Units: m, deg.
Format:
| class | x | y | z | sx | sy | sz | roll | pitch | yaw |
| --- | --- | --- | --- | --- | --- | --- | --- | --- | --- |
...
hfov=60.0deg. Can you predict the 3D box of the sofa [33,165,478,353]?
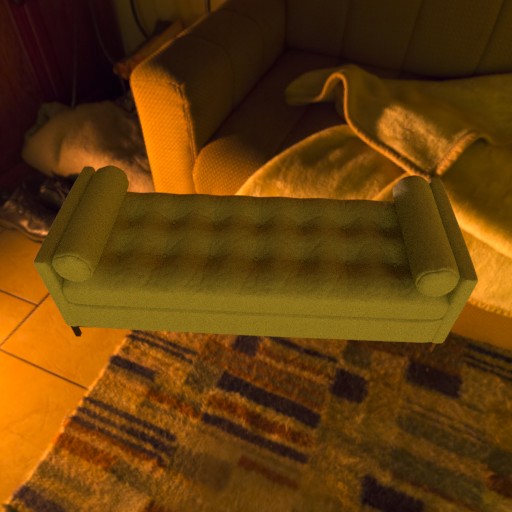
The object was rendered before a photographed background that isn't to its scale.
| class | x | y | z | sx | sy | sz | roll | pitch | yaw |
| --- | --- | --- | --- | --- | --- | --- | --- | --- | --- |
| sofa | 0.000 | 0.000 | 2.521 | 2.102 | 0.705 | 0.796 | 2 | 47 | 2 |
